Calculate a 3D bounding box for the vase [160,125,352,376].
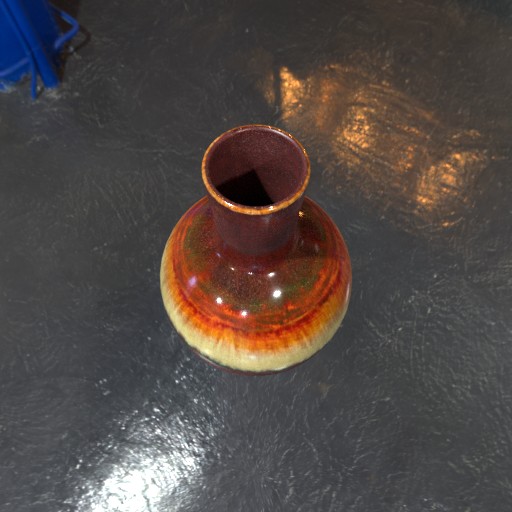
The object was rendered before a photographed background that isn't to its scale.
[{"bbox_3d":[0.000,0.000,0.235,0.111,0.154,0.111,0,64,0],"label":"vase"}]
